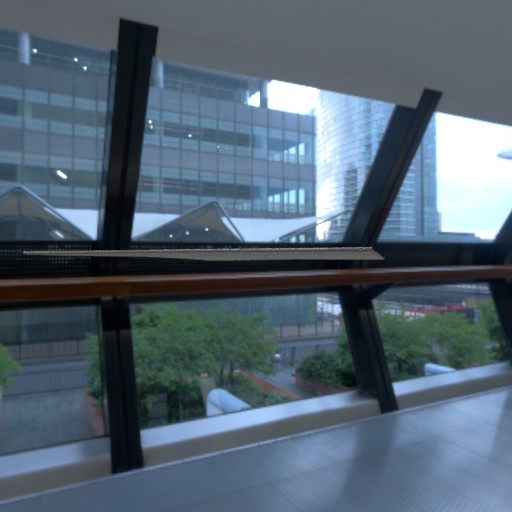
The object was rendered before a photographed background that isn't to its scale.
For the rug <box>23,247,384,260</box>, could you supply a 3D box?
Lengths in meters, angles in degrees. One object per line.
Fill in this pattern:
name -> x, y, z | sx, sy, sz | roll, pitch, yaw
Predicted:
rug -> 0.000, 0.000, 2.953 | 1.604, 0.030, 2.307 | 0, -1, 17
